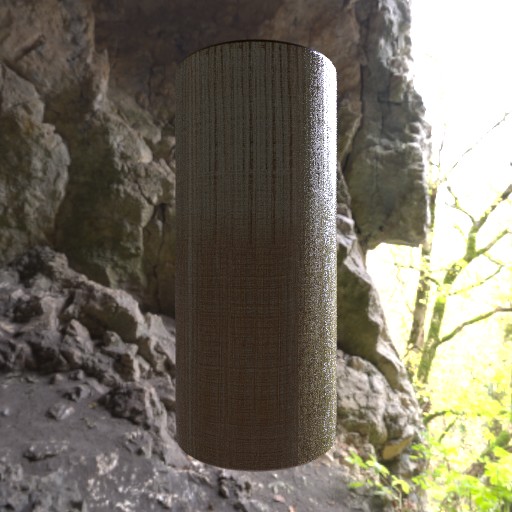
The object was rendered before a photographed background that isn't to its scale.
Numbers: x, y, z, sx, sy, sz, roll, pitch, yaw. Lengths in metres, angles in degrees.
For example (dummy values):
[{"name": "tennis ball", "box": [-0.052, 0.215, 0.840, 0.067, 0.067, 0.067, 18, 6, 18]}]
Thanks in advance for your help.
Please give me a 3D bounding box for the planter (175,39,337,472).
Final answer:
[{"name": "planter", "box": [0.000, 0.000, 0.280, 0.100, 0.227, 0.100, 0, 0, 0]}]
